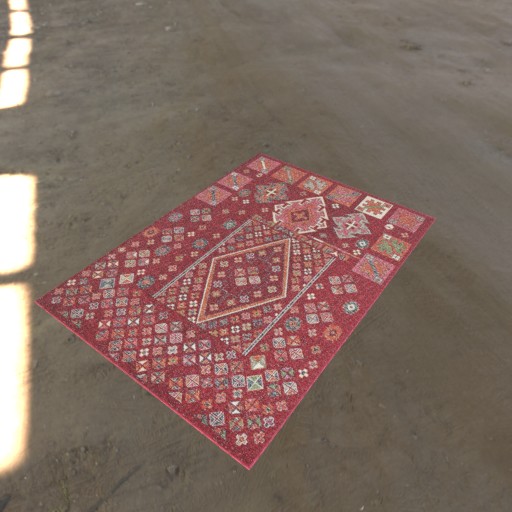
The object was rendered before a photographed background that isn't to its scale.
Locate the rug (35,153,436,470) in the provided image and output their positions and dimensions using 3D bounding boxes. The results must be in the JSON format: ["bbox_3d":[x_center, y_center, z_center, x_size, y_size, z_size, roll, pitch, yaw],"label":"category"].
[{"bbox_3d":[0.000,0.000,4.339,2.389,0.011,3.306,27,48,27],"label":"rug"}]
